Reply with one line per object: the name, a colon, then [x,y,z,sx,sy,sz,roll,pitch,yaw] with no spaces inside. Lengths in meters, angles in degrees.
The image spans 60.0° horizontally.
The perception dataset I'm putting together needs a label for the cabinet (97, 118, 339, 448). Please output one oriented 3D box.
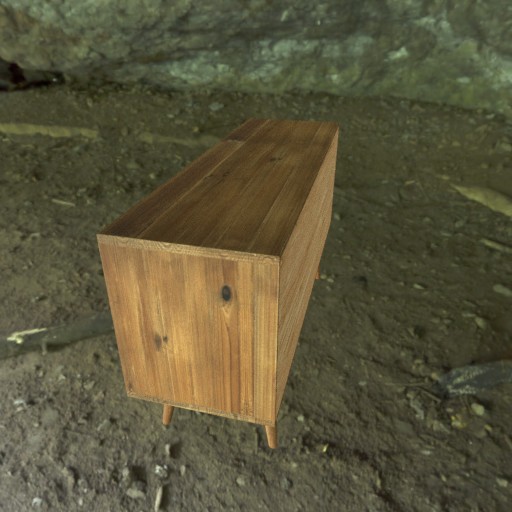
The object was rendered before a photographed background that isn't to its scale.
cabinet: [0.000,0.000,1.801,0.472,0.800,1.400,7,29,13]
